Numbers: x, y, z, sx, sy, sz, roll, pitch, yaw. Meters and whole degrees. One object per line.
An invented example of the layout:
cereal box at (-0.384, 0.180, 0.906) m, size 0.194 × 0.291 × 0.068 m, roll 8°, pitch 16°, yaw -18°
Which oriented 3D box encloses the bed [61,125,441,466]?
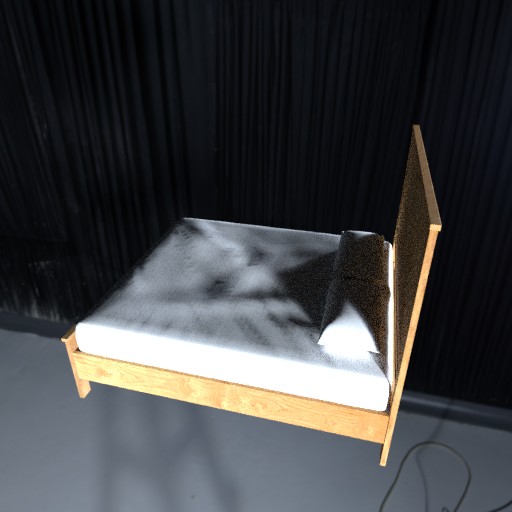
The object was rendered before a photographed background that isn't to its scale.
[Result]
bed at (0.000, 0.000, 3.421) m, size 2.201 × 1.686 × 1.936 m, roll 7°, pitch 30°, yaw 13°
